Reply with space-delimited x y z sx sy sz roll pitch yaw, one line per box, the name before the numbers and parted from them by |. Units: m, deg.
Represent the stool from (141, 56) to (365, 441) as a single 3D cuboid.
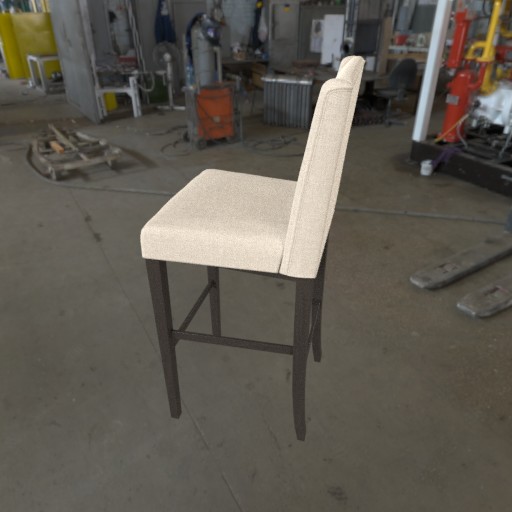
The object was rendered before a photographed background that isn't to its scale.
stool | 0.000 0.000 1.373 0.509 1.116 0.474 8 31 13
